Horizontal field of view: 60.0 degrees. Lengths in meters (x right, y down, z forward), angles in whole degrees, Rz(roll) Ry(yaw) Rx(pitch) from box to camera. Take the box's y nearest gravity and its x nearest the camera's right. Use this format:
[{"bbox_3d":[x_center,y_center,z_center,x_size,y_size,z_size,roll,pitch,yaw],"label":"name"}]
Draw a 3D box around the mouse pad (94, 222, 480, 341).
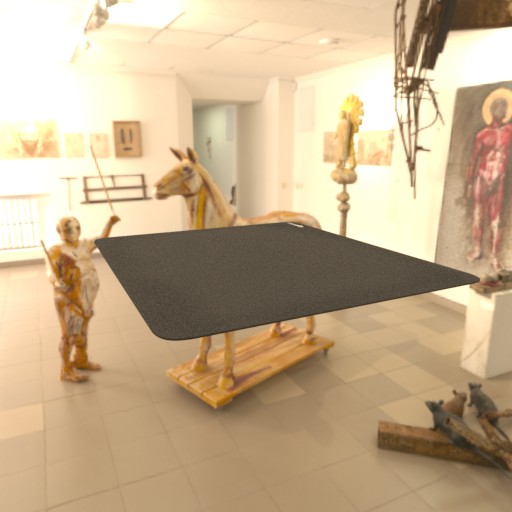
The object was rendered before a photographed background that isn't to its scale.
[{"bbox_3d":[0.000,0.000,0.635,0.393,0.002,0.451,-7,16,-25],"label":"mouse pad"}]
